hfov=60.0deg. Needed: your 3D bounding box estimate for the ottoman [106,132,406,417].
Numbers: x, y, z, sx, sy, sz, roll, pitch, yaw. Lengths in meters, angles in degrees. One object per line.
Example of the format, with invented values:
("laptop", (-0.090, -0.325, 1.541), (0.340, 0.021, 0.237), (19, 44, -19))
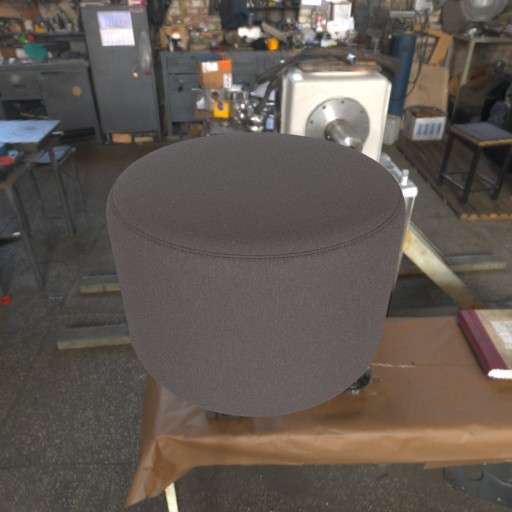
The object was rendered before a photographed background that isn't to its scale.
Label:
("ottoman", (0.000, 0.000, 1.013), (0.608, 0.433, 0.608), (0, 33, 0))
